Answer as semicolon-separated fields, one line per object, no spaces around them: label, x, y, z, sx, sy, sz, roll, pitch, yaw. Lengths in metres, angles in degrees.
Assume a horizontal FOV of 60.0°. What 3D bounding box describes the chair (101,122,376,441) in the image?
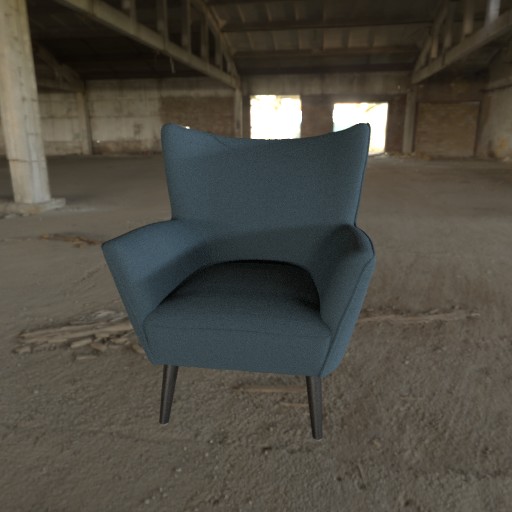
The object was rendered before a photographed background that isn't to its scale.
chair;0.000;0.000;1.605;0.781;0.933;0.888;2;16;8
